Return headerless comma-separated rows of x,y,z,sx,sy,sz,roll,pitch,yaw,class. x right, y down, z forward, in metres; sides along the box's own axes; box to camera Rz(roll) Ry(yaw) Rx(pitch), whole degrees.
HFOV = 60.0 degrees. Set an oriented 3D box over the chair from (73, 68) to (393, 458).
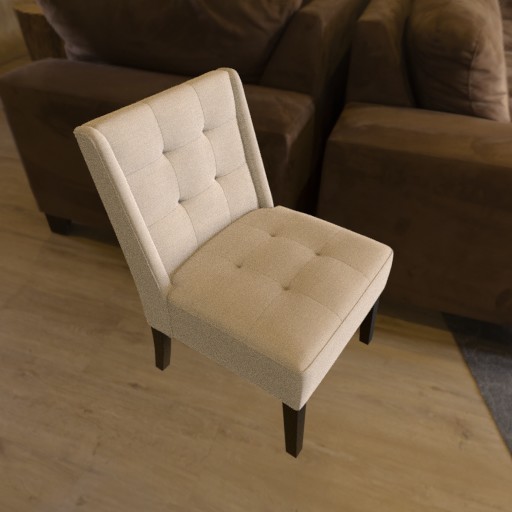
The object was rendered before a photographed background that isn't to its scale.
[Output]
0.000,0.000,1.318,0.676,0.853,0.569,24,45,26,chair
